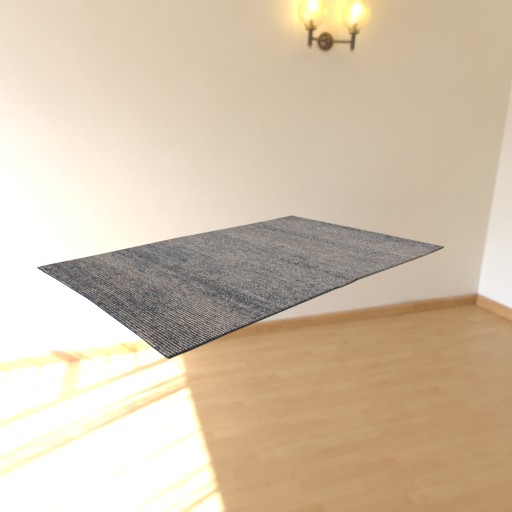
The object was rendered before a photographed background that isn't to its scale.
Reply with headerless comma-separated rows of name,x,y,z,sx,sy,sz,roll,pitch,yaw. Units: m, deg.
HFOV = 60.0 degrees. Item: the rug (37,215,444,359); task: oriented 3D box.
rug,0.000,0.000,2.293,1.793,0.025,1.159,-15,22,-40
